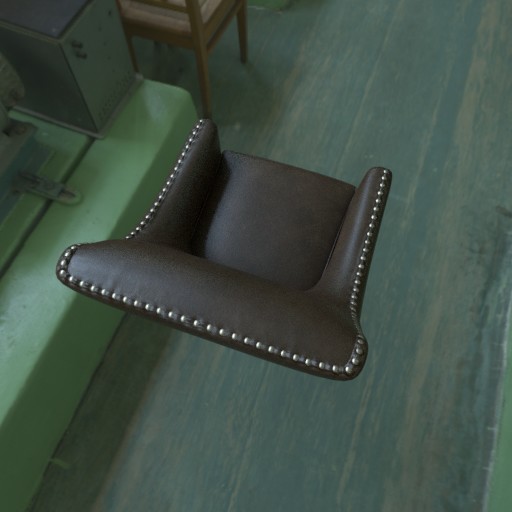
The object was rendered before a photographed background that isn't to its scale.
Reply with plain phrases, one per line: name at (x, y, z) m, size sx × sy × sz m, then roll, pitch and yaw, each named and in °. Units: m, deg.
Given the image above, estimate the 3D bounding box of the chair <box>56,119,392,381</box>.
chair at (0.000, 0.000, 1.312) m, size 0.639 × 0.813 × 0.704 m, roll 17°, pitch 66°, yaw 8°
